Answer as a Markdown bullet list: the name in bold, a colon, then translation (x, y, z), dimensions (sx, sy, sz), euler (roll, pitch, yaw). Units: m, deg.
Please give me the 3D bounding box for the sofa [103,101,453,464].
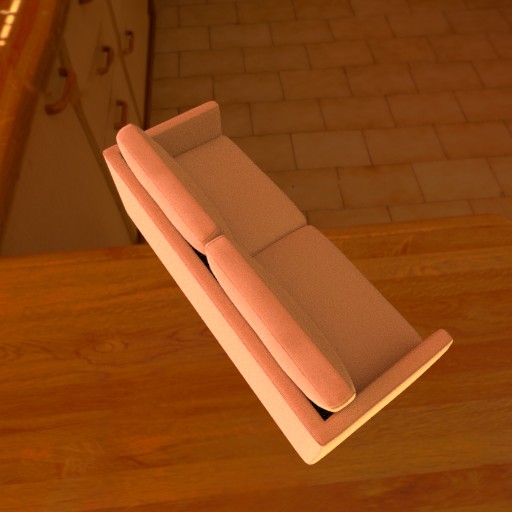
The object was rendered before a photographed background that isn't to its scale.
- **sofa**: translation (0.000, 0.000, 2.912), dimensions (0.951, 0.968, 2.361), euler (-32, 63, -18)
